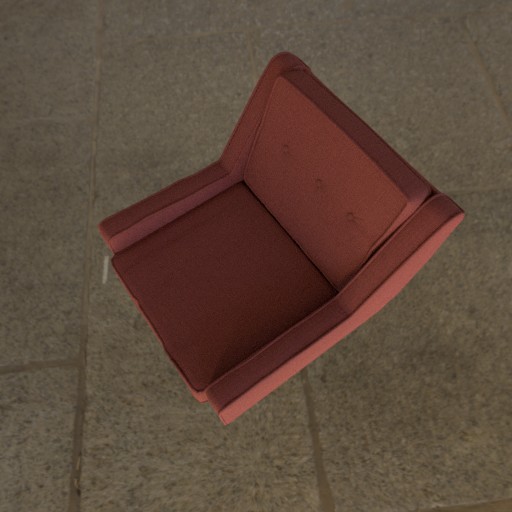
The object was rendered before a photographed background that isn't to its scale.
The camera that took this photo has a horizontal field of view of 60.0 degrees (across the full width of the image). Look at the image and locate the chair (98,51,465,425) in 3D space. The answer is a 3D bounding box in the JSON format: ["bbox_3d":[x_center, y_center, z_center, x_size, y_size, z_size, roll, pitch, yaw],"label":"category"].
[{"bbox_3d":[0.000,0.000,1.378,0.770,0.812,0.680,-33,69,-15],"label":"chair"}]
